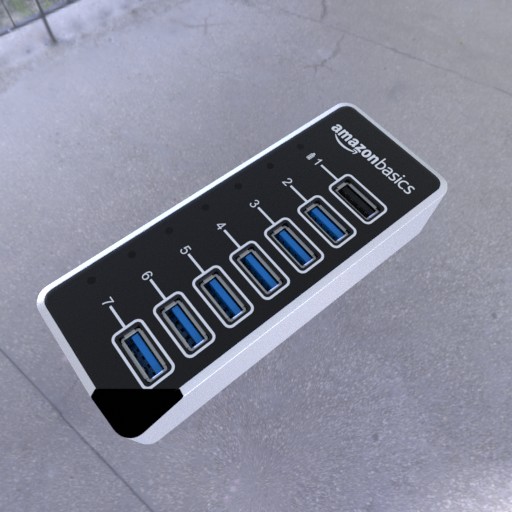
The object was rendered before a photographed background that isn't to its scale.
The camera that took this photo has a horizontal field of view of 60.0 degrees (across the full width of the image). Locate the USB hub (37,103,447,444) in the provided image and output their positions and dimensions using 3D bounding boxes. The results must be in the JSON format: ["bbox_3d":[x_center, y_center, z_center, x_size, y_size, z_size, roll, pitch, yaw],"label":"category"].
[{"bbox_3d":[0.000,0.000,0.128,0.110,0.023,0.044,-35,68,-16],"label":"USB hub"}]
